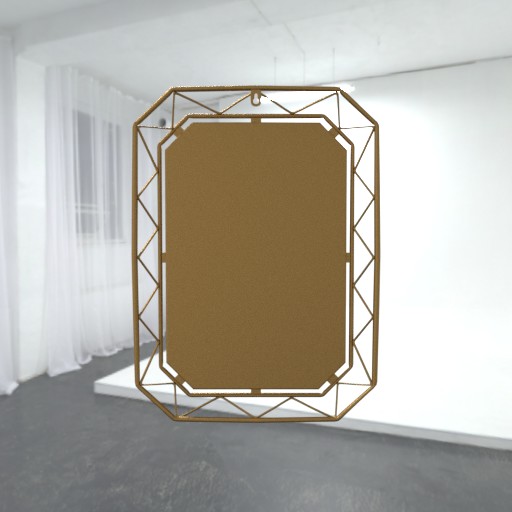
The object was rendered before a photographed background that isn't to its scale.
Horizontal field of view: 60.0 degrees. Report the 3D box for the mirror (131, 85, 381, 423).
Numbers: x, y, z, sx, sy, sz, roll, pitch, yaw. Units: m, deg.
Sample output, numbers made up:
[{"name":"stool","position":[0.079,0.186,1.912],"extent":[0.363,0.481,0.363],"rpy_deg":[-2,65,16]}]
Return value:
[{"name":"mirror","position":[0.000,0.000,0.759],"extent":[0.417,0.566,0.042],"rpy_deg":[0,2,0]}]
